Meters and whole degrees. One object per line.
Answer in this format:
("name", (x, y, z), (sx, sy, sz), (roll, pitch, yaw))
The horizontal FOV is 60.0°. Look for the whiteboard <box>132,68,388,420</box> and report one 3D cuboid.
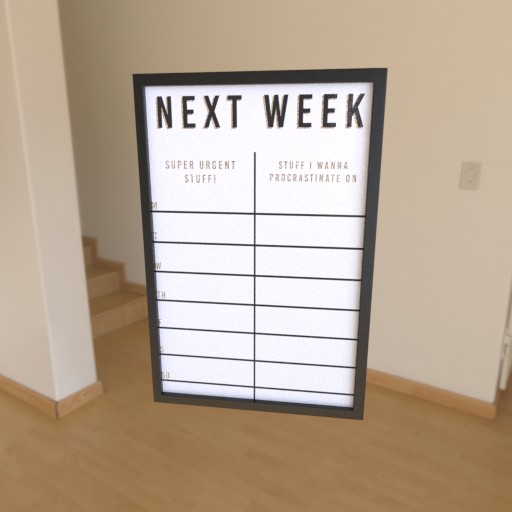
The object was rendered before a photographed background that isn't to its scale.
("whiteboard", (0.000, 0.000, 0.786), (0.406, 0.611, 0.026), (2, 15, 8))
